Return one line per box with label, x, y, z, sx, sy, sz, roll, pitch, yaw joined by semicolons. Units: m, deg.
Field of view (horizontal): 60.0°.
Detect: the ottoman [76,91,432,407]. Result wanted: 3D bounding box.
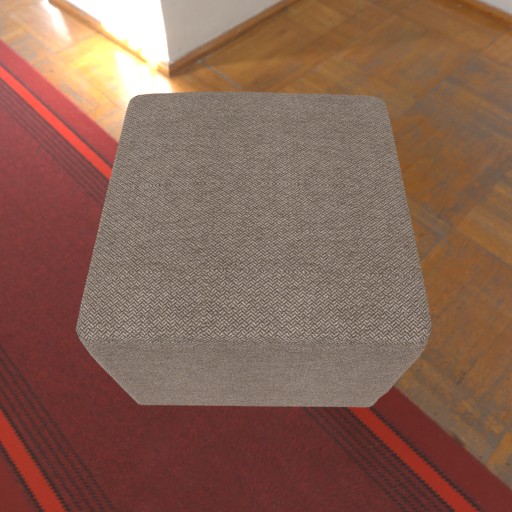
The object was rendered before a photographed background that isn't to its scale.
ottoman;0.000;0.000;0.903;0.512;0.453;0.519;0;59;0
